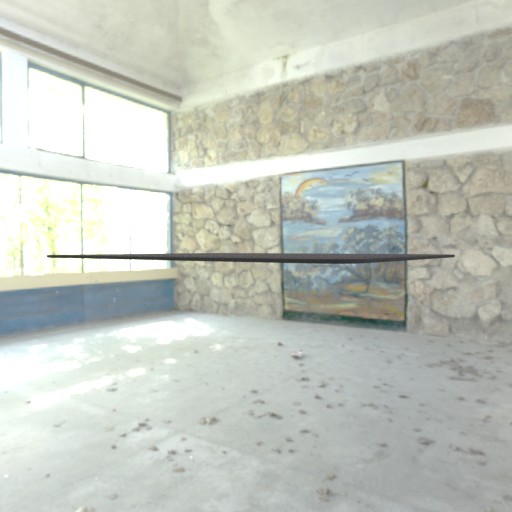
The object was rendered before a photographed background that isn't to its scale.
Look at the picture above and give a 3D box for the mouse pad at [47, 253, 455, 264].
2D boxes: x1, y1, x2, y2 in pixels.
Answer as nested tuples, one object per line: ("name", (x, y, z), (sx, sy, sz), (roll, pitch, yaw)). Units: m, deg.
("mouse pad", (0.000, 0.000, 0.341), (0.249, 0.002, 0.211), (1, 1, 36))
